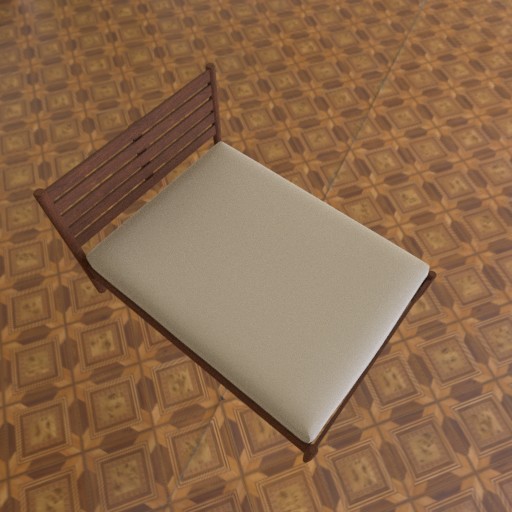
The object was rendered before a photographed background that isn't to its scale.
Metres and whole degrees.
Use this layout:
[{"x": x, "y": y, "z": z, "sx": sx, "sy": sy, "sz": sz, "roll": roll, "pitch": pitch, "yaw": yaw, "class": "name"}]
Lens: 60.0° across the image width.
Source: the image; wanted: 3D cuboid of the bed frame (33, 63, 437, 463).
[{"x": 0.000, "y": 0.000, "z": 3.257, "sx": 2.234, "sy": 1.321, "sz": 1.655, "roll": 34, "pitch": 65, "yaw": 19, "class": "bed frame"}]
